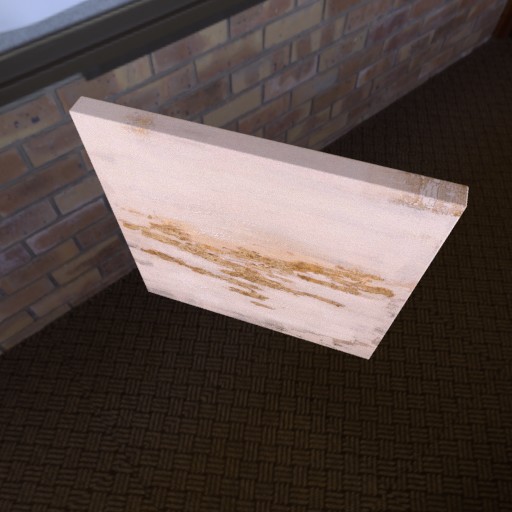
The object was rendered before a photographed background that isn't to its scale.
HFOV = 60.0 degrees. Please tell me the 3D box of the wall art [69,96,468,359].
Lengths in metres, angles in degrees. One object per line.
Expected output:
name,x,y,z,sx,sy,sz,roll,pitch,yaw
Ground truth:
wall art,0.000,0.000,0.917,0.611,0.613,0.040,16,59,10
